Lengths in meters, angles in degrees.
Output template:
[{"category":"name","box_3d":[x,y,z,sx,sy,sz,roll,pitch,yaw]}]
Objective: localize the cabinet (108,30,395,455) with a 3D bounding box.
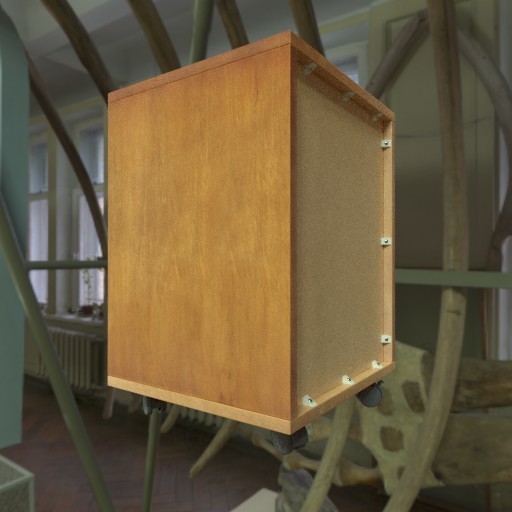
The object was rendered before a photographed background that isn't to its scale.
[{"category":"cabinet","box_3d":[0.000,0.000,0.850,0.401,0.579,0.409,0,0,36]}]
